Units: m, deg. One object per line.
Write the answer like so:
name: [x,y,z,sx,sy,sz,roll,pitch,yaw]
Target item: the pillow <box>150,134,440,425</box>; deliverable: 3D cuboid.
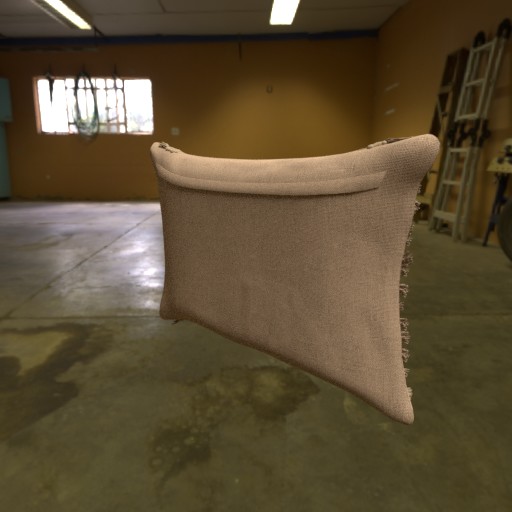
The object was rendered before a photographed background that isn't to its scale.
pillow: [0.000,0.000,0.593,0.466,0.305,0.084,12,17,42]
